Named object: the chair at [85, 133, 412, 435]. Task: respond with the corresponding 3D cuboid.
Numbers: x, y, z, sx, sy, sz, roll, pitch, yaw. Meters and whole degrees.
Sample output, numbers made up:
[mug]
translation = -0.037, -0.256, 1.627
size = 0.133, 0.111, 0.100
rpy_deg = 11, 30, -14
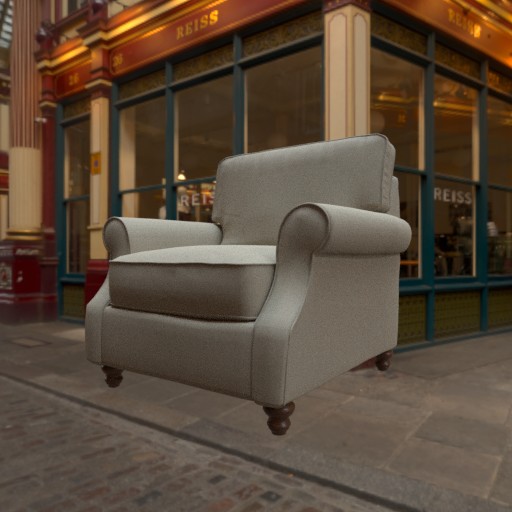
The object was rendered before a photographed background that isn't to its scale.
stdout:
[chair]
translation = 0.000, 0.000, 1.744
size = 1.029, 0.967, 0.966
rpy_deg = 0, 1, 36
